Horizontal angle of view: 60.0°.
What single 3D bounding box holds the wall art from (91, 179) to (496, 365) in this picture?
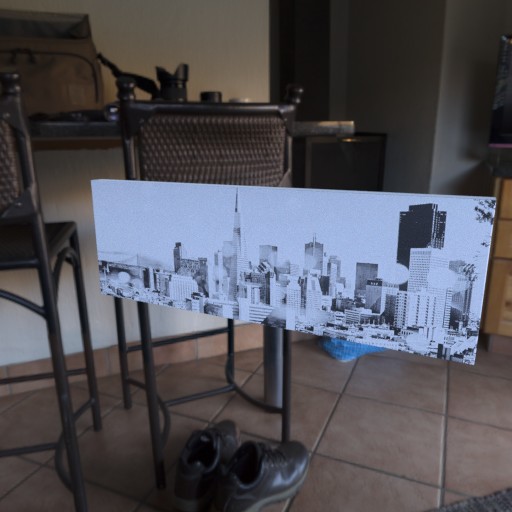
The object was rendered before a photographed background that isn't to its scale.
[{"bbox_3d":[0.000,0.000,0.831,0.766,0.256,0.036,7,16,25],"label":"wall art"}]
